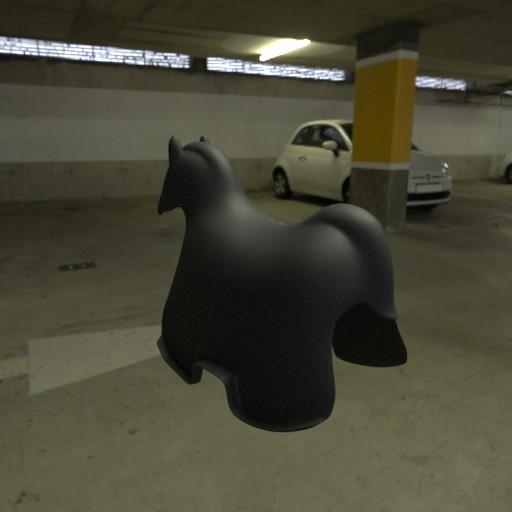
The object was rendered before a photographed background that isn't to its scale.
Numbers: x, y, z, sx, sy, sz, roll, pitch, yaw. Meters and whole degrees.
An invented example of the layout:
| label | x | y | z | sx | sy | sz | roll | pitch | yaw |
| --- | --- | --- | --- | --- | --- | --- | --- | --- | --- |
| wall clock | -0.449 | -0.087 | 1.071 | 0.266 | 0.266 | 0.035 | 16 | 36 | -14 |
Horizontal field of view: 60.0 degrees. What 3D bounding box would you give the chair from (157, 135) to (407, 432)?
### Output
| label | x | y | z | sx | sy | sz | roll | pitch | yaw |
| --- | --- | --- | --- | --- | --- | --- | --- | --- | --- |
| chair | 0.000 | 0.000 | 1.147 | 0.800 | 0.612 | 0.429 | 14 | 19 | 43 |
